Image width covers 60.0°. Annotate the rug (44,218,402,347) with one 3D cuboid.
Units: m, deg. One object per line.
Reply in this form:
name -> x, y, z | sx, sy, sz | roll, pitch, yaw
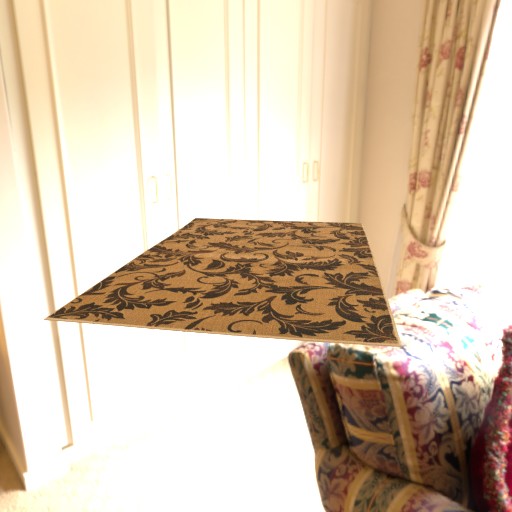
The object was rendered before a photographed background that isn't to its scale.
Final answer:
rug -> 0.000, 0.000, 2.892 | 1.522, 0.008, 2.284 | 3, 17, 9
